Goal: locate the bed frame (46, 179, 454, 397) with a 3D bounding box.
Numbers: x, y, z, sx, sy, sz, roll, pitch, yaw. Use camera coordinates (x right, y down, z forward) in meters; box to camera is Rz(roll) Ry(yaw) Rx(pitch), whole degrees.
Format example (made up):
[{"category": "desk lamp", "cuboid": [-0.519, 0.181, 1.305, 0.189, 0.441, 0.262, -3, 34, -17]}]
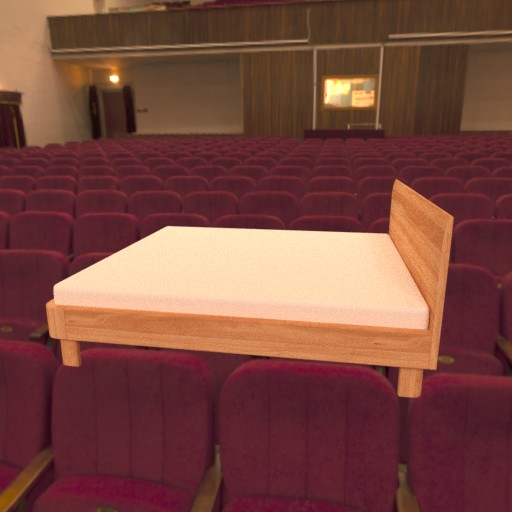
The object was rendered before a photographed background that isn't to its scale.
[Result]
[{"category": "bed frame", "cuboid": [0.000, 0.000, 3.131, 2.092, 0.940, 1.872, 3, 15, 10]}]
